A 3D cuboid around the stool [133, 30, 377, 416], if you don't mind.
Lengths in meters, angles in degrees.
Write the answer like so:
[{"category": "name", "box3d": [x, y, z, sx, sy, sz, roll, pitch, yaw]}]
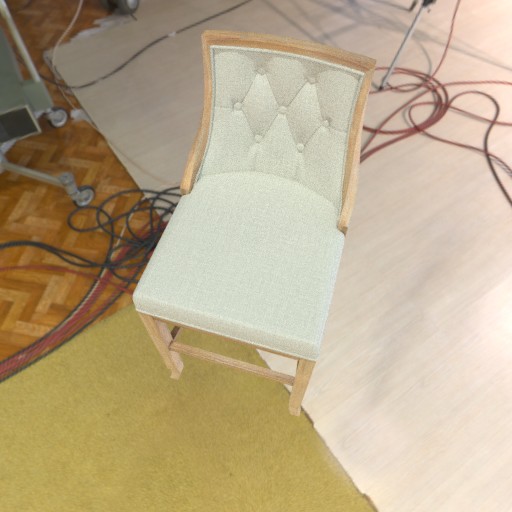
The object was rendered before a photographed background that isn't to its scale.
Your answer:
[{"category": "stool", "box3d": [0.000, 0.000, 1.408, 0.524, 1.101, 0.626, 14, 59, 9]}]
